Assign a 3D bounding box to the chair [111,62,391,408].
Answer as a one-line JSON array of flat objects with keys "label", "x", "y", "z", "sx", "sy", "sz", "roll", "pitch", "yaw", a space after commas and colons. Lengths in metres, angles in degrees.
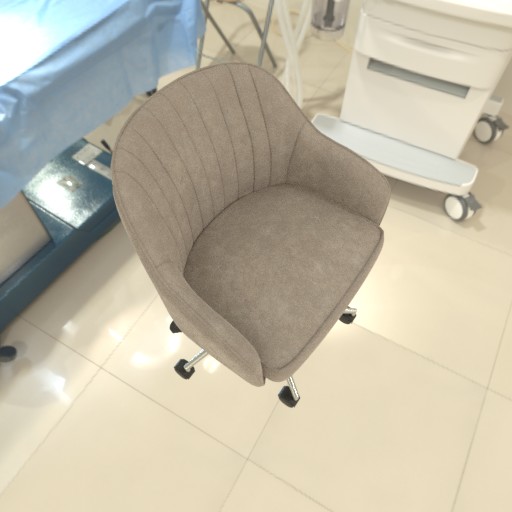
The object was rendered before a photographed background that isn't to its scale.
[{"label": "chair", "x": 0.000, "y": 0.000, "z": 1.238, "sx": 0.573, "sy": 0.831, "sz": 0.635, "roll": 32, "pitch": 62, "yaw": 19}]
